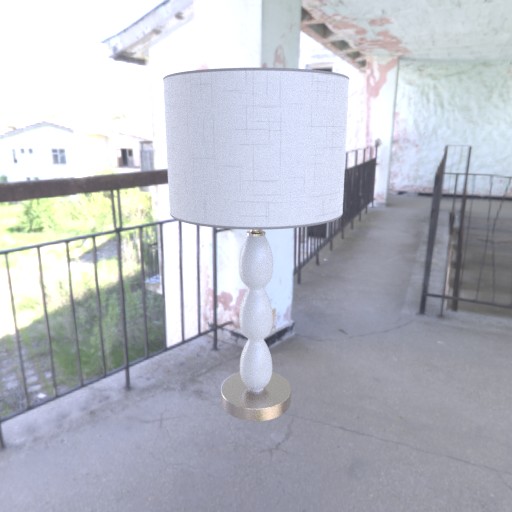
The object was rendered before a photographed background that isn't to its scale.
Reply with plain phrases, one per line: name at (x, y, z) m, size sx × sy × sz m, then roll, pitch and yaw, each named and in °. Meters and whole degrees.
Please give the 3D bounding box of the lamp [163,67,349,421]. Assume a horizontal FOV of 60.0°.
lamp at (0.000, 0.000, 0.753) m, size 0.282 × 0.559 × 0.280 m, roll 15°, pitch 22°, yaw 43°
